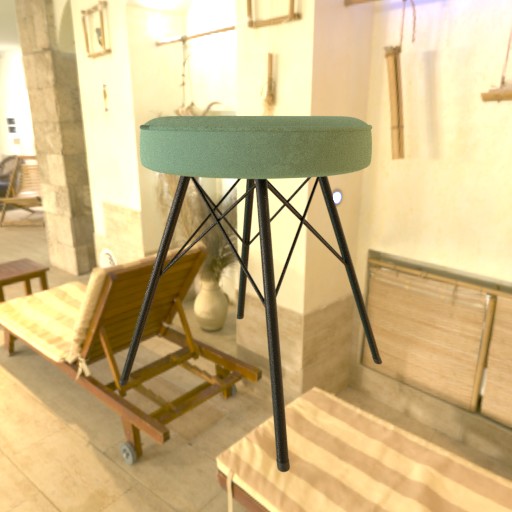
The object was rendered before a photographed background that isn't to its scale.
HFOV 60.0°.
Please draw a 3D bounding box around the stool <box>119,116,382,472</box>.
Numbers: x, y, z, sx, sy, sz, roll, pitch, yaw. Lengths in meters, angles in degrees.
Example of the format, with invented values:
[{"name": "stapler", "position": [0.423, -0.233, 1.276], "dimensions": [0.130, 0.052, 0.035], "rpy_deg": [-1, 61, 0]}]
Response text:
[{"name": "stool", "position": [0.000, 0.000, 0.864], "dimensions": [0.458, 0.519, 0.457], "rpy_deg": [16, 23, 42]}]
